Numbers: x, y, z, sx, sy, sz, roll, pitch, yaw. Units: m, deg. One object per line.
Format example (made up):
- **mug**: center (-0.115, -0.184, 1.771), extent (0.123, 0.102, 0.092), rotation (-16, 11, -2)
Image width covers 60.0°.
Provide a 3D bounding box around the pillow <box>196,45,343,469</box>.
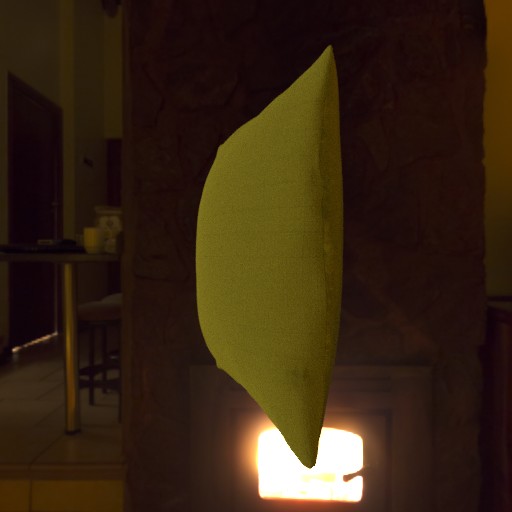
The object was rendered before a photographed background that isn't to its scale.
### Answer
- **pillow**: center (0.000, 0.000, 0.701), extent (0.175, 0.464, 0.470), rotation (0, 0, -18)
